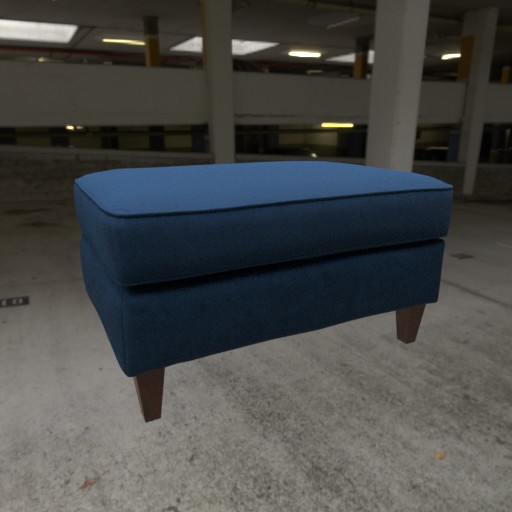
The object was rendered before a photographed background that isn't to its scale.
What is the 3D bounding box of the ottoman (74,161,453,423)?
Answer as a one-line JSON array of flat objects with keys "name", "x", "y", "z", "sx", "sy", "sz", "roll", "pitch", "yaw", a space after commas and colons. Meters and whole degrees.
[{"name": "ottoman", "x": 0.000, "y": 0.000, "z": 1.217, "sx": 0.862, "sy": 0.484, "sz": 0.583, "roll": -9, "pitch": 19, "yaw": -26}]
